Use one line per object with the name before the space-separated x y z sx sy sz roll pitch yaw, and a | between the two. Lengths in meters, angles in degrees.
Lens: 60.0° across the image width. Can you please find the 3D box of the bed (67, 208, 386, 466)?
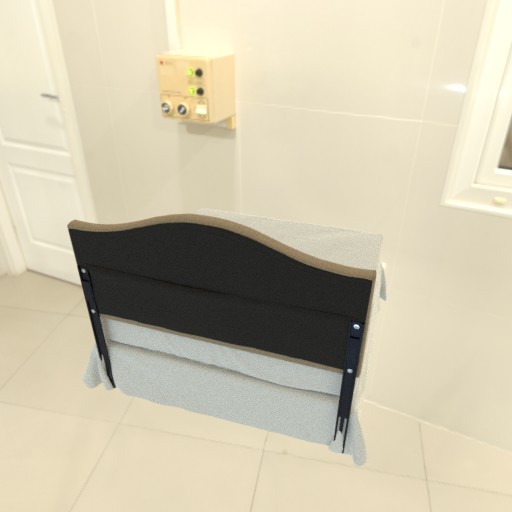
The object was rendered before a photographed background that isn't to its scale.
bed | 0.000 0.000 3.777 2.311 1.651 2.222 10 32 16
